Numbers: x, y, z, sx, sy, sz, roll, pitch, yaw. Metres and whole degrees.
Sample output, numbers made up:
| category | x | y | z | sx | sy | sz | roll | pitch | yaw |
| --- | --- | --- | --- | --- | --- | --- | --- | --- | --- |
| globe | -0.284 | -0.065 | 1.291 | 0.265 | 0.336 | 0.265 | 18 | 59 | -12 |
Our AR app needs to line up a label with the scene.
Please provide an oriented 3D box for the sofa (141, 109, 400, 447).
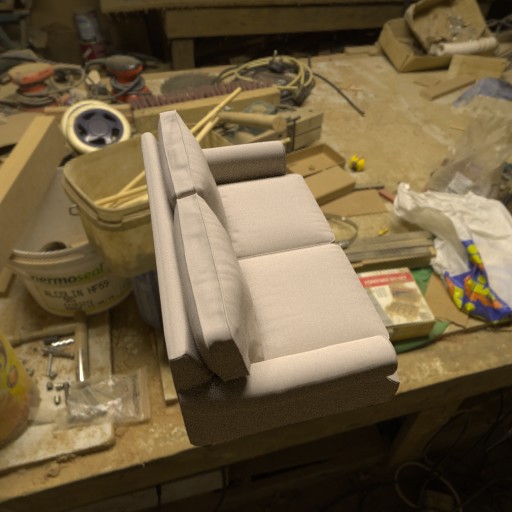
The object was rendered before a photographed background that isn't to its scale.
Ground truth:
| category | x | y | z | sx | sy | sz | roll | pitch | yaw |
| --- | --- | --- | --- | --- | --- | --- | --- | --- | --- |
| sofa | 0.000 | 0.000 | 2.256 | 0.964 | 0.937 | 1.665 | -10 | 46 | -10 |
